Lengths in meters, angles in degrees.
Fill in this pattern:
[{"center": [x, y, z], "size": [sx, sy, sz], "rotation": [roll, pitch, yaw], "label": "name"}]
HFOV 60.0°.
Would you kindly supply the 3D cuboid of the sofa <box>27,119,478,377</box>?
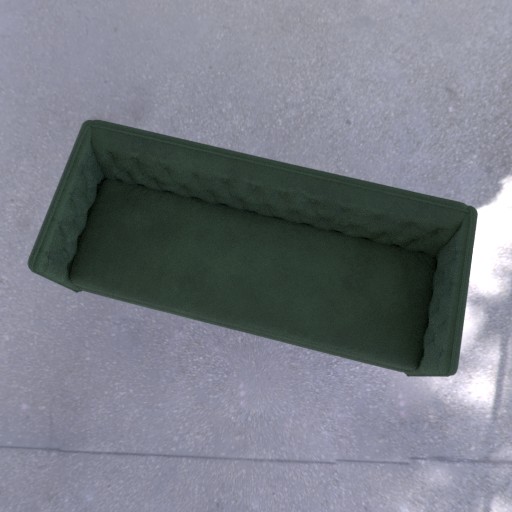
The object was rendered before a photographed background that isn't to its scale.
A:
[{"center": [0.000, 0.000, 2.606], "size": [2.209, 0.771, 0.895], "rotation": [14, 75, 4], "label": "sofa"}]
